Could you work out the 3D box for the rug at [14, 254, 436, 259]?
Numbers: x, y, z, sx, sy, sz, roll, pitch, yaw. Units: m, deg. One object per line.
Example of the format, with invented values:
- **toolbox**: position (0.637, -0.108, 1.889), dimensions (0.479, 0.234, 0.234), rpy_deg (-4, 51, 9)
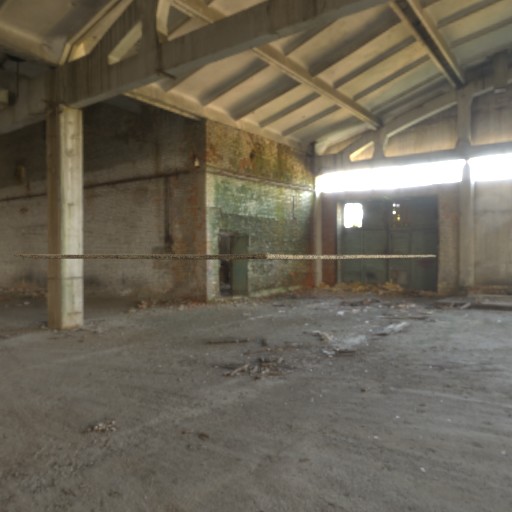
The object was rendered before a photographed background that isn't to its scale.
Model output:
- **rug**: position (0.000, 0.000, 4.099), dimensions (2.414, 0.036, 3.199), rpy_deg (0, 0, 36)
